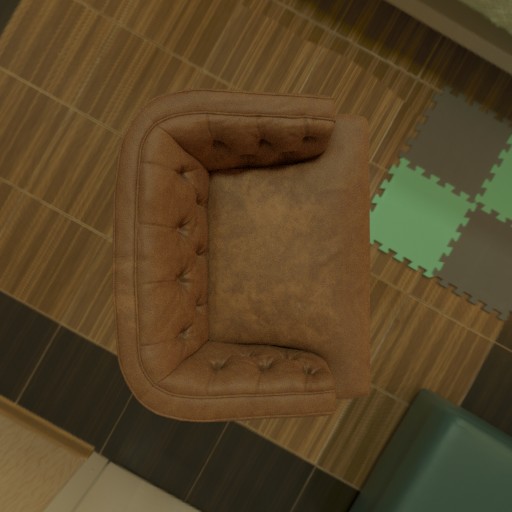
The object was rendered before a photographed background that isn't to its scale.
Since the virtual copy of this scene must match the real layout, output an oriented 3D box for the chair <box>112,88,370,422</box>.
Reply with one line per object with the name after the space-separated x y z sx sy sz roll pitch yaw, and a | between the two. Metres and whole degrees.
0.000 0.000 1.774 0.911 0.836 1.119 0 89 0 | chair
